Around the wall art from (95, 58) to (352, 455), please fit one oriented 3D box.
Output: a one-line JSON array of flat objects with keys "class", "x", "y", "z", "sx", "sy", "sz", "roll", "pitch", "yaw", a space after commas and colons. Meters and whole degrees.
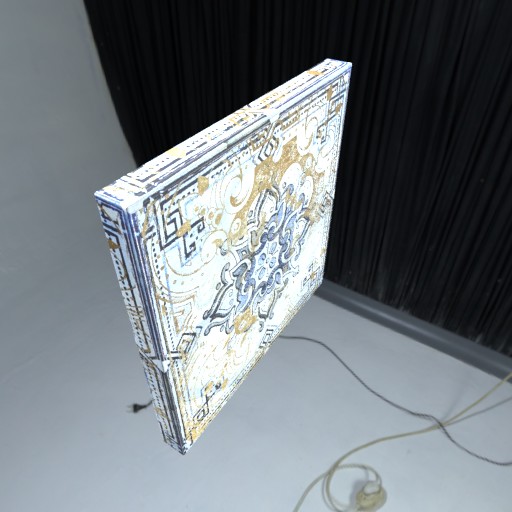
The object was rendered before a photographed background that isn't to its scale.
[{"class": "wall art", "x": 0.000, "y": 0.000, "z": 0.609, "sx": 0.038, "sy": 0.410, "sz": 0.411, "roll": 24, "pitch": 46, "yaw": 25}]
